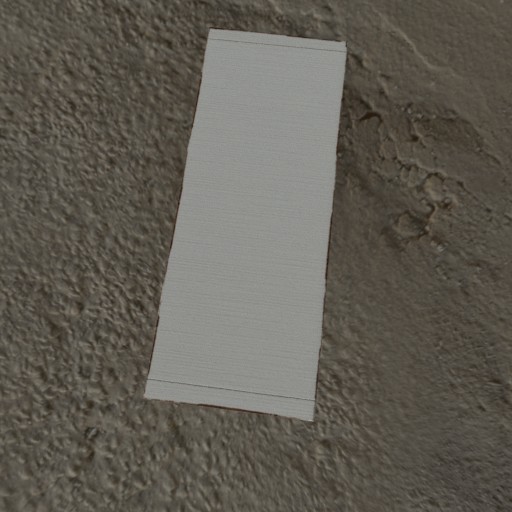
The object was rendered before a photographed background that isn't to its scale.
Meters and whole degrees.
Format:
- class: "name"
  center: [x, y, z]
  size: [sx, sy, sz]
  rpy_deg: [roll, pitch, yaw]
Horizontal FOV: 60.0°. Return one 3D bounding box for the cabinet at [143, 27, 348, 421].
- class: "cabinet"
  center: [0.000, 0.000, 0.893]
  size: [0.210, 0.603, 0.541]
  rpy_deg: [7, 76, 2]
